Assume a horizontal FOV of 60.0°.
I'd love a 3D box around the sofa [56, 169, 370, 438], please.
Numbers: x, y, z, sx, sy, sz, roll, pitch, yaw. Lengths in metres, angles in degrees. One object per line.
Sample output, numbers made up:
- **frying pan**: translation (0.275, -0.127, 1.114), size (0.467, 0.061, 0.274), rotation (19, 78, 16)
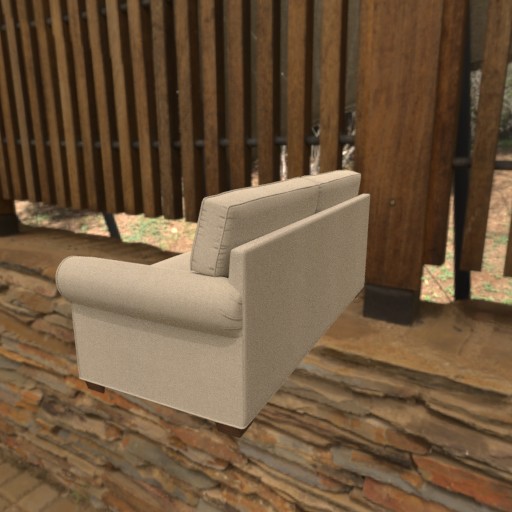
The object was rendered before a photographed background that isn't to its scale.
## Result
- **sofa**: translation (0.000, 0.000, 2.670), size (0.901, 0.962, 2.146), rotation (7, 16, 26)
